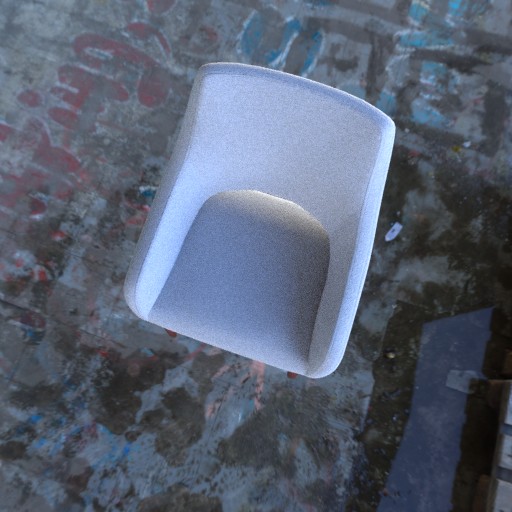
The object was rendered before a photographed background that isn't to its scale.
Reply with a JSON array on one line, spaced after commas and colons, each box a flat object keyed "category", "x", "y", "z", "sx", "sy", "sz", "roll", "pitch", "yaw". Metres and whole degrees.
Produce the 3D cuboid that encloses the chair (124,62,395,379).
[{"category": "chair", "x": 0.000, "y": 0.000, "z": 1.292, "sx": 0.609, "sy": 0.889, "sz": 0.600, "roll": 18, "pitch": 77, "yaw": 4}]
